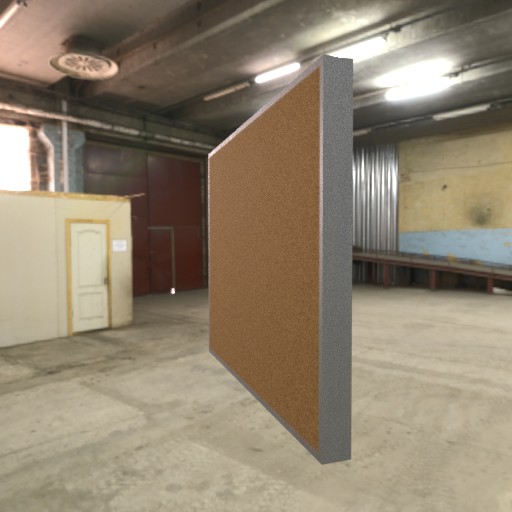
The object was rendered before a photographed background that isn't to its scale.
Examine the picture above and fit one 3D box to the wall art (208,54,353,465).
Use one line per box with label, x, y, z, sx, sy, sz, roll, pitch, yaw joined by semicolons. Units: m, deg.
wall art;0.000;0.000;0.755;0.037;0.450;0.557;0;1;-19
